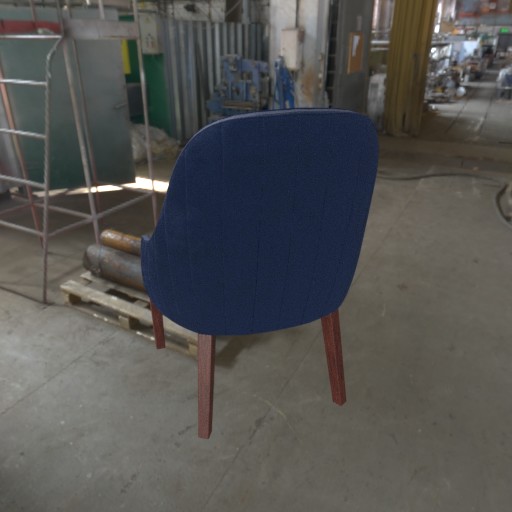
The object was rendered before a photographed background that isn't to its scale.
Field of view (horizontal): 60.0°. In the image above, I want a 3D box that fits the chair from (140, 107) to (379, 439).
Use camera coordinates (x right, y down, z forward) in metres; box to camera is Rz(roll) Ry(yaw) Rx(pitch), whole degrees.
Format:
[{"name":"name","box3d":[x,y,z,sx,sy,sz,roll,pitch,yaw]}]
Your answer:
[{"name":"chair","box3d":[0.000,0.000,1.287,0.643,0.889,0.575,-8,27,-16]}]
